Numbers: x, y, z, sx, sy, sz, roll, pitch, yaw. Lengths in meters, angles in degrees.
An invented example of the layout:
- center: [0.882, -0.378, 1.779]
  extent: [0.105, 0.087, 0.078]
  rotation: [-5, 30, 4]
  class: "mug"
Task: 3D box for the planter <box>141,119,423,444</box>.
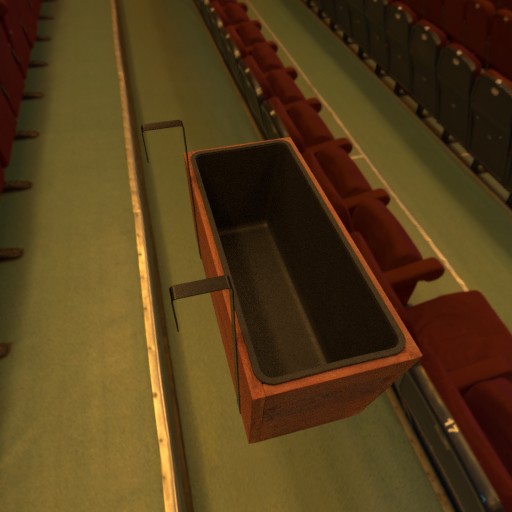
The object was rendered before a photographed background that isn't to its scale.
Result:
- center: [0.000, 0.000, 0.667]
  extent: [0.262, 0.289, 0.480]
  rotation: [-11, 47, -10]
  class: "planter"
